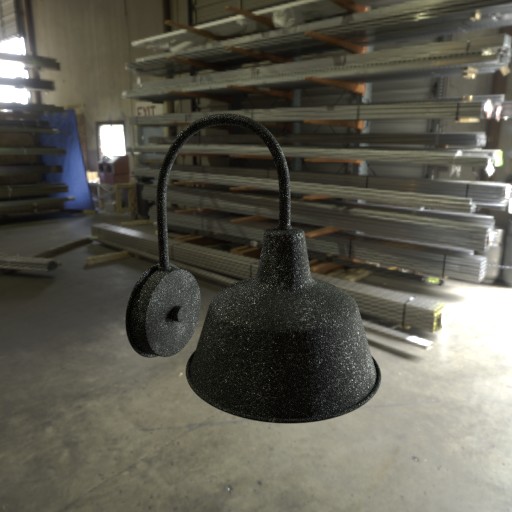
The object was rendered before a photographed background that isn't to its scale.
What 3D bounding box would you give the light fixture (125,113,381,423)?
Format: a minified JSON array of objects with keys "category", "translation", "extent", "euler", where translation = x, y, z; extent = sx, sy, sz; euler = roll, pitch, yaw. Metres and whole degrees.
[{"category":"light fixture","translation":[0.000,0.000,0.486],"extent":[0.283,0.300,0.216],"euler":[8,16,27]}]
